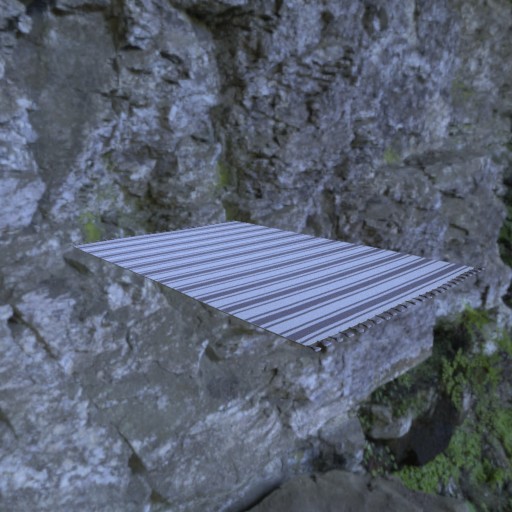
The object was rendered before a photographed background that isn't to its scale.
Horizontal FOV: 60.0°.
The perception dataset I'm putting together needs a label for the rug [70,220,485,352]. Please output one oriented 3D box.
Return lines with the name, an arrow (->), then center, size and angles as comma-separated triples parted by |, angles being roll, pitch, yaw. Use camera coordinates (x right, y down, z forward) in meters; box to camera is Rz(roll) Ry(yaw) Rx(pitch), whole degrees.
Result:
rug -> 0.000, 0.000, 3.783 | 2.030, 0.017, 3.040 | -13, 19, -41
